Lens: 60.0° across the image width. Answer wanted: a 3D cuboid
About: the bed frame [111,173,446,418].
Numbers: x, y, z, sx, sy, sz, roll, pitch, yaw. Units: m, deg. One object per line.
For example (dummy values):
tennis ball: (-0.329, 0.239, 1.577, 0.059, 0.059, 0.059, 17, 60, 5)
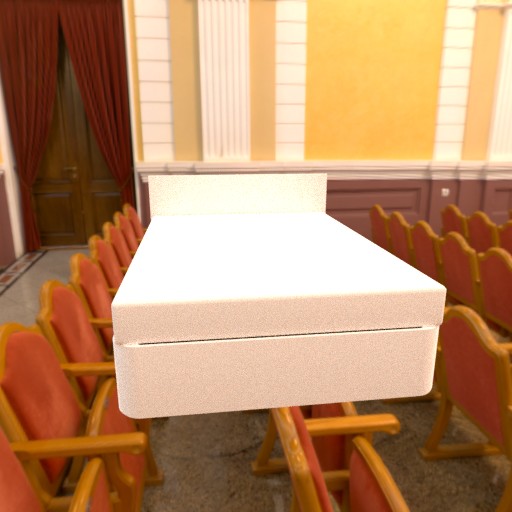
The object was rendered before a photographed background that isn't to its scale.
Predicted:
bed frame: (0.000, 0.000, 2.671, 1.400, 0.800, 1.900, -2, 16, -7)
